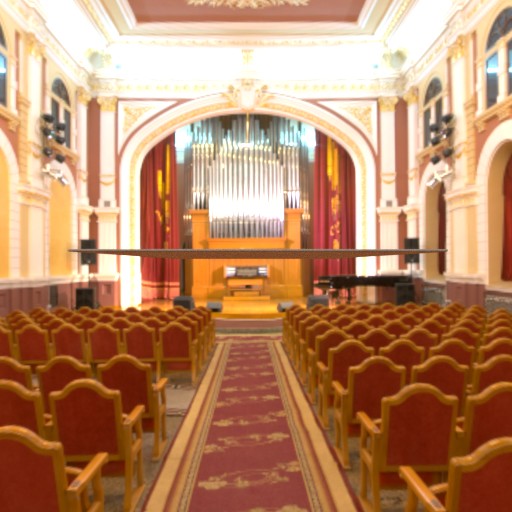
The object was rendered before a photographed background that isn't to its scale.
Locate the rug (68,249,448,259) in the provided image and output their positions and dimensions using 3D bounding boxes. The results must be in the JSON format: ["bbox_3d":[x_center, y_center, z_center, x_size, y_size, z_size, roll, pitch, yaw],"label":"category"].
[{"bbox_3d":[0.000,0.000,2.970,1.524,0.011,2.438,0,-1,0],"label":"rug"}]
